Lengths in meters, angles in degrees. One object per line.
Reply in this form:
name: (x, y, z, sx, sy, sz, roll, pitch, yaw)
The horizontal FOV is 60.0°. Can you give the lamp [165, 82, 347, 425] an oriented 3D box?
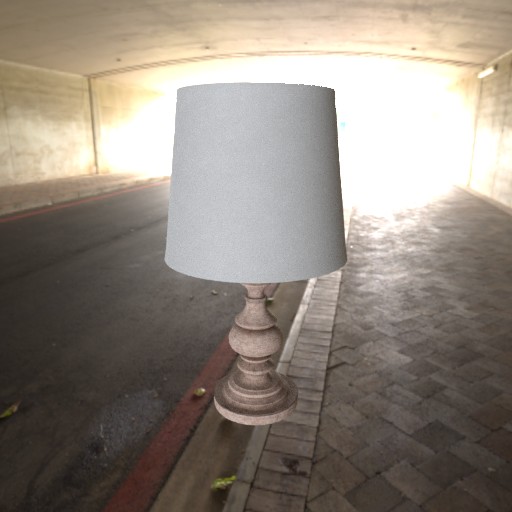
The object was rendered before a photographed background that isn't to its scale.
lamp: (0.000, 0.000, 0.676, 0.273, 0.497, 0.273, 0, 15, 0)
